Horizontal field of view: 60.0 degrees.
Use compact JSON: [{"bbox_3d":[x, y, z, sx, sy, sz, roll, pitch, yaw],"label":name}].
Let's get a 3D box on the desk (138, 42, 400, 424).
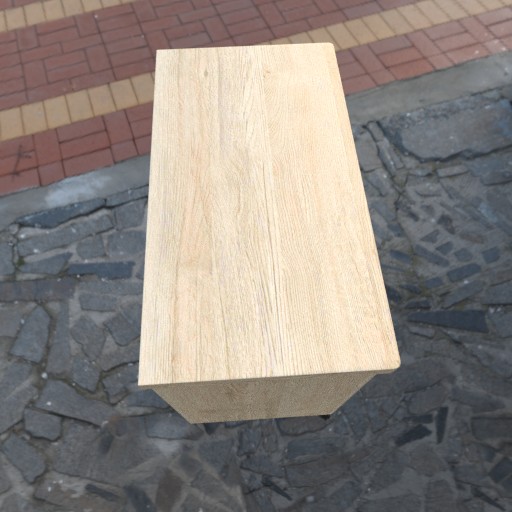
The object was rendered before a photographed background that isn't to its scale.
[{"bbox_3d":[0.000,0.000,1.342,0.480,0.770,0.885,-3,63,-2],"label":"desk"}]
